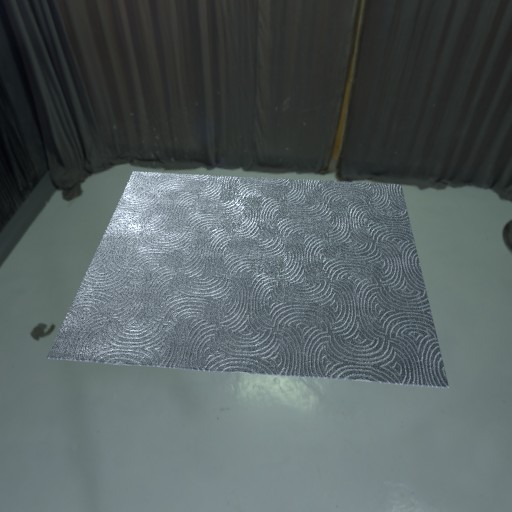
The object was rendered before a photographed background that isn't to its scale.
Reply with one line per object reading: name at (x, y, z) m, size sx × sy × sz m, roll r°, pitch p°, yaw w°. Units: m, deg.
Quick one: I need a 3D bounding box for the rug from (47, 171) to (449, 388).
rug at (0.000, 0.000, 4.177) m, size 3.042 × 0.021 × 2.456 m, roll 3°, pitch 46°, yaw 3°
